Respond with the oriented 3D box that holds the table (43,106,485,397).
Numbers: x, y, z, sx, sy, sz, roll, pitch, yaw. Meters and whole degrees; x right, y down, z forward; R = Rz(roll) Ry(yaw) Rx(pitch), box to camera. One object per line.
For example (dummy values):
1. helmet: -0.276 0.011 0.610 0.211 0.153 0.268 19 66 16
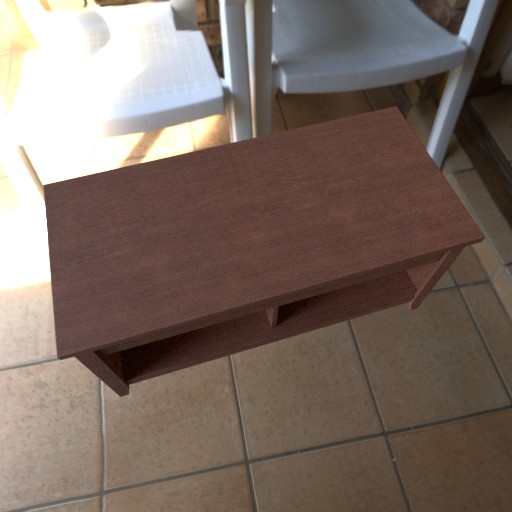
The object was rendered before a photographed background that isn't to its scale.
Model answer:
1. table: 0.000 0.000 1.312 1.016 0.457 0.483 -15 61 -8
